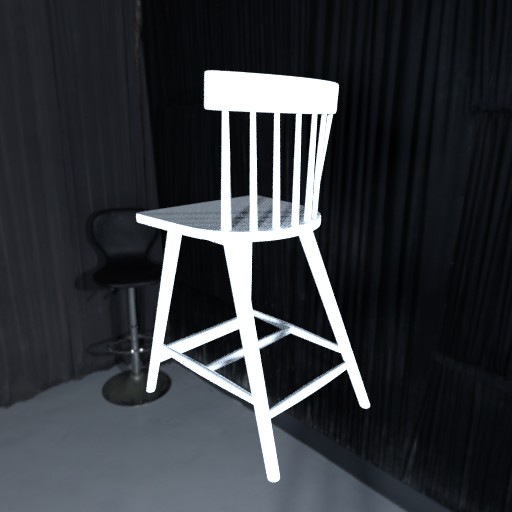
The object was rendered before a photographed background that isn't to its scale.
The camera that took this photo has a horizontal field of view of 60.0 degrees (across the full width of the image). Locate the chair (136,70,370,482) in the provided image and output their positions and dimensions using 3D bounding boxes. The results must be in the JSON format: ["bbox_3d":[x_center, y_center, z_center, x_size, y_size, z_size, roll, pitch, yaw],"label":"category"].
[{"bbox_3d":[0.000,0.000,1.288,0.483,0.952,0.572,-16,23,-43],"label":"chair"}]
